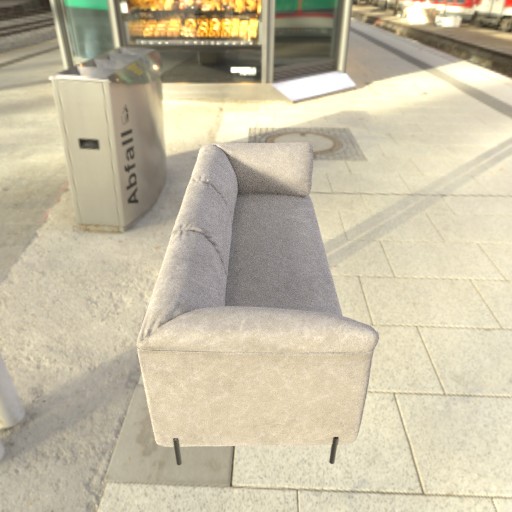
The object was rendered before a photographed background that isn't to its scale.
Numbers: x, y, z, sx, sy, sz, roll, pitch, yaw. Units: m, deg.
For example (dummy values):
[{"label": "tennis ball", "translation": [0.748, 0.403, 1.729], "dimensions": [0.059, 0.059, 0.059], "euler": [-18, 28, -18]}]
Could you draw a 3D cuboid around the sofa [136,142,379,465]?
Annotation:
[{"label": "sofa", "translation": [0.000, 0.000, 2.668], "dimensions": [0.899, 0.758, 2.238], "euler": [0, 32, 0]}]
